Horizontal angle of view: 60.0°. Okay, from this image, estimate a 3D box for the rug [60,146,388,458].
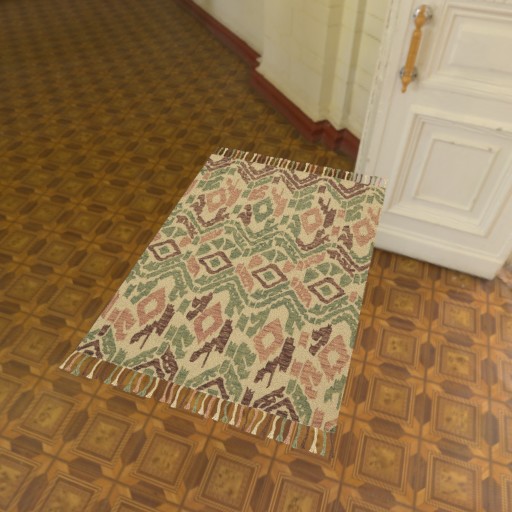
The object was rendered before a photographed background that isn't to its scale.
[{"bbox_3d":[0.000,0.000,2.397,1.219,0.010,1.829,14,49,12],"label":"rug"}]
